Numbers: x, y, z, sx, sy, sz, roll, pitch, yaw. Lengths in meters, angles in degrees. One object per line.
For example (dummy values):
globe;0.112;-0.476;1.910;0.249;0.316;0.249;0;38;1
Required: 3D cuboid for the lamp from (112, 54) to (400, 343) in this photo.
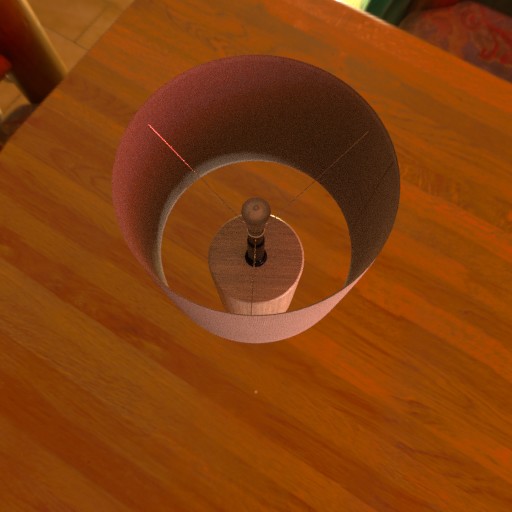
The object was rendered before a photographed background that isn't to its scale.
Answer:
lamp;0.000;0.000;0.560;0.228;0.444;0.228;2;73;1
